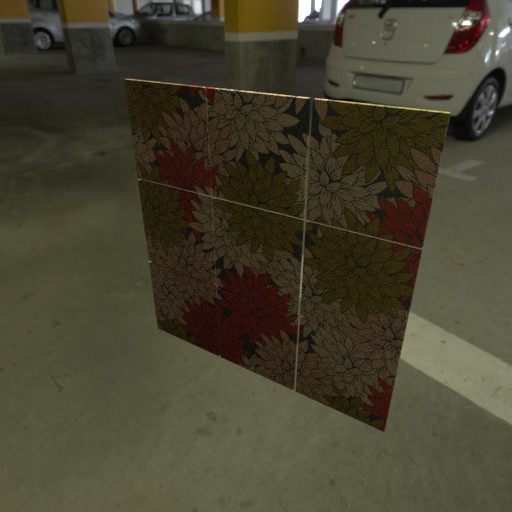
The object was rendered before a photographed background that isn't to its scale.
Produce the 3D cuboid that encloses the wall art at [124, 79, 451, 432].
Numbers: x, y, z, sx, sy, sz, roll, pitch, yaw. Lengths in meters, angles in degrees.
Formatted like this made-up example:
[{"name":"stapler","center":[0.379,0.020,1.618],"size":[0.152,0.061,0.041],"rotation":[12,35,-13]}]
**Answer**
[{"name":"wall art","center":[0.000,0.000,1.304],"size":[0.904,0.913,0.013],"rotation":[17,33,28]}]
